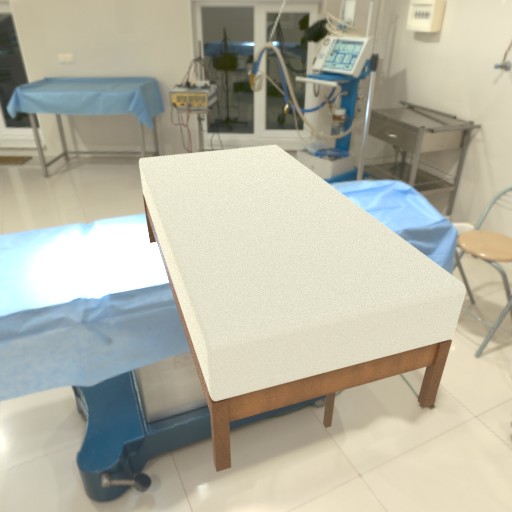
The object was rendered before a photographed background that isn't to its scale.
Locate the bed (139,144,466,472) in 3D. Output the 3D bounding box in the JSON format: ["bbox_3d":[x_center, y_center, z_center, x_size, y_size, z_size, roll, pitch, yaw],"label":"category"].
[{"bbox_3d":[0.000,0.000,2.377,0.961,0.616,1.902,-10,32,-16],"label":"bed"}]
